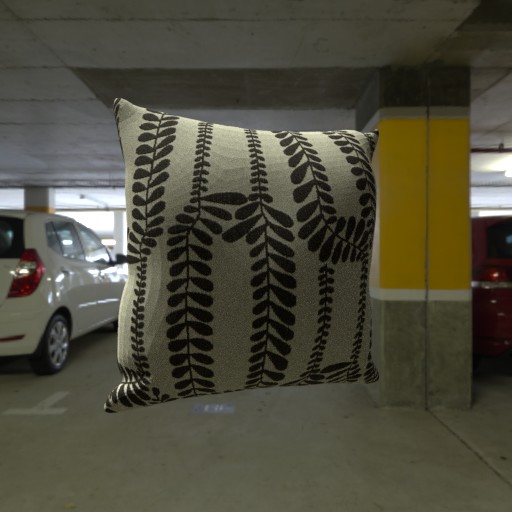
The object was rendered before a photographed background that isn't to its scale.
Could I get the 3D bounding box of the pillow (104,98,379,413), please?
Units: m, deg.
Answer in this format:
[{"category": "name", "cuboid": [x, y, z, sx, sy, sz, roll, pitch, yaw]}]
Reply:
[{"category": "pillow", "cuboid": [0.000, 0.000, 0.679, 0.440, 0.441, 0.182, 0, -1, -18]}]
